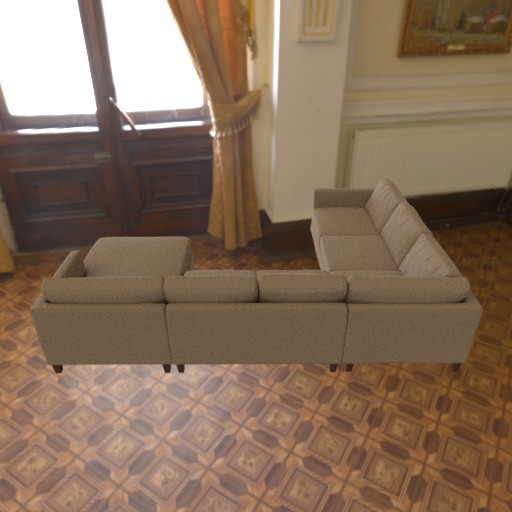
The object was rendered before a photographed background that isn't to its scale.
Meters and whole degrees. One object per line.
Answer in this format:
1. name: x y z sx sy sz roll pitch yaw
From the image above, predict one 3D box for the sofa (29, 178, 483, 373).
1. sofa: 0.000 0.000 4.488 3.438 0.865 2.424 0 31 0
